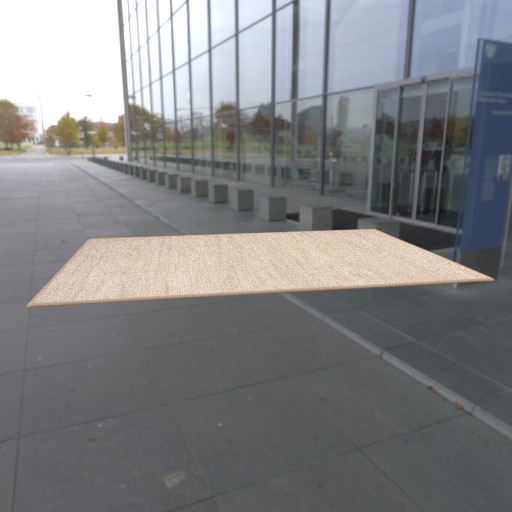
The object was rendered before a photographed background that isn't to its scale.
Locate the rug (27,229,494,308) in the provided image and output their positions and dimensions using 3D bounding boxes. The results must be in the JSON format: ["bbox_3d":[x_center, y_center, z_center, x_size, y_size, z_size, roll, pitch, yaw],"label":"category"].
[{"bbox_3d":[0.000,0.000,2.053,1.668,0.012,1.061,-2,14,-10],"label":"rug"}]
